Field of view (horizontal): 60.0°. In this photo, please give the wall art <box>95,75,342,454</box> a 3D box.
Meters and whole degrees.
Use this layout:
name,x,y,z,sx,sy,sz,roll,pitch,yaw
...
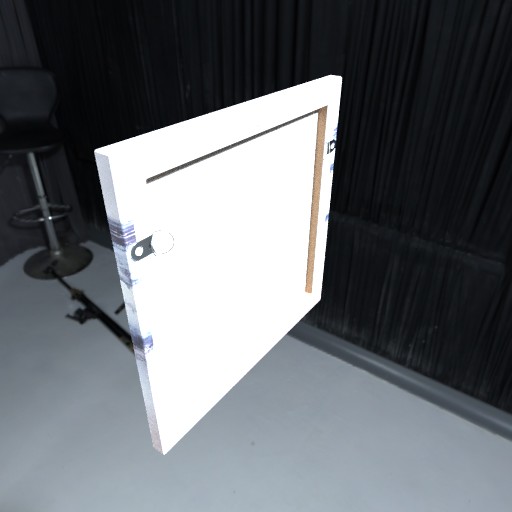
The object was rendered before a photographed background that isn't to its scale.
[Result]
name,x,y,z,sx,sy,sz,roll,pitch,yaw
wall art,0.000,0.000,1.122,0.065,0.747,0.755,22,38,30
